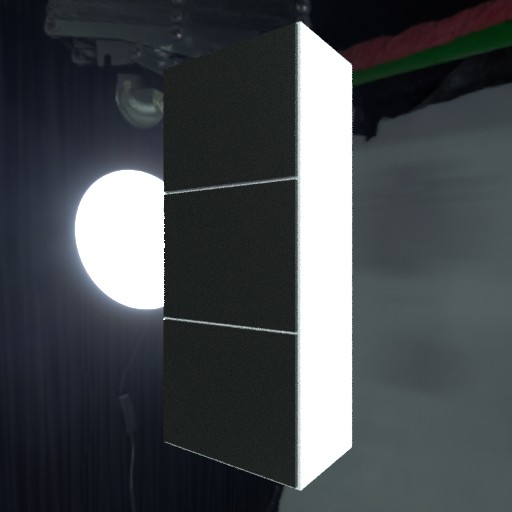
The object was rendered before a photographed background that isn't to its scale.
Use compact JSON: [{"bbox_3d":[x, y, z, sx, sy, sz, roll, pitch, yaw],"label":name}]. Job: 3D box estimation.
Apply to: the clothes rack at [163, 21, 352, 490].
[{"bbox_3d":[0.000,0.000,1.392,0.500,1.187,0.330,0,0,36],"label":"clothes rack"}]
